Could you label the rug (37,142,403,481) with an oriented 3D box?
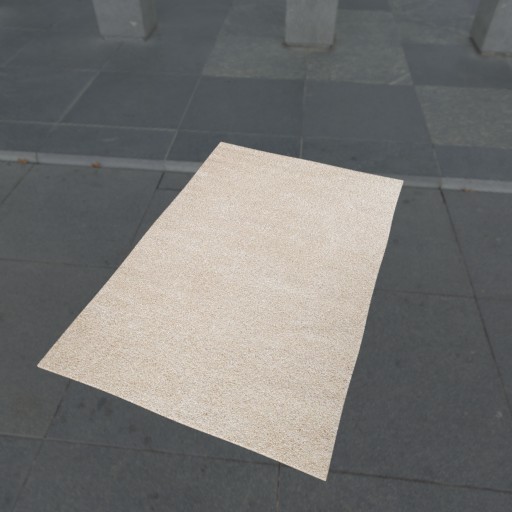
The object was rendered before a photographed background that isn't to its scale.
[{"bbox_3d":[0.000,0.000,3.341,1.800,0.025,2.699,16,48,15],"label":"rug"}]
